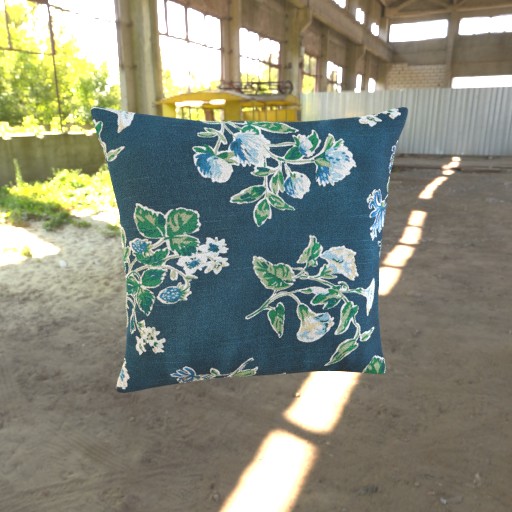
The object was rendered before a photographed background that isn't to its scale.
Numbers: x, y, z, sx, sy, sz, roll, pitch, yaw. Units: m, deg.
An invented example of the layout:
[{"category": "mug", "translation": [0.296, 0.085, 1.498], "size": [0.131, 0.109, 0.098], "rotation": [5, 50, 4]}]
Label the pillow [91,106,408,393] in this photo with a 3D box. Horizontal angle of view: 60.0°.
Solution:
[{"category": "pillow", "translation": [0.000, 0.000, 0.792], "size": [0.525, 0.508, 0.166], "rotation": [-2, 16, -7]}]
